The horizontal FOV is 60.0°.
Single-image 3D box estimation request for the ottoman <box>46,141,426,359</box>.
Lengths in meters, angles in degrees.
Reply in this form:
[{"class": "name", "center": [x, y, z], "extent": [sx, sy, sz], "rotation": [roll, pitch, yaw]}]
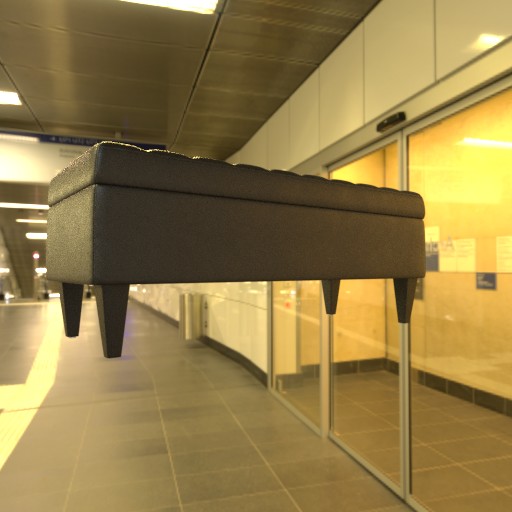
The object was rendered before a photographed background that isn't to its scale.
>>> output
[{"class": "ottoman", "center": [0.000, 0.000, 1.411], "extent": [1.151, 0.469, 0.482], "rotation": [1, -2, -36]}]
